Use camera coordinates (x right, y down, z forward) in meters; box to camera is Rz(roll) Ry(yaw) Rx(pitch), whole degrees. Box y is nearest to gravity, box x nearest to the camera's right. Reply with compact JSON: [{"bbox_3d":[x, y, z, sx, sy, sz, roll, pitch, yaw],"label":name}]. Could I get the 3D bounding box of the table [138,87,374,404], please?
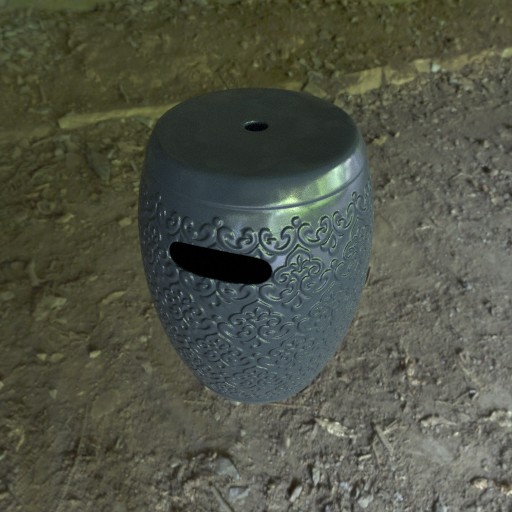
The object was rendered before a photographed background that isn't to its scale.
[{"bbox_3d":[0.000,0.000,0.630,0.309,0.397,0.309,0,42,0],"label":"table"}]
